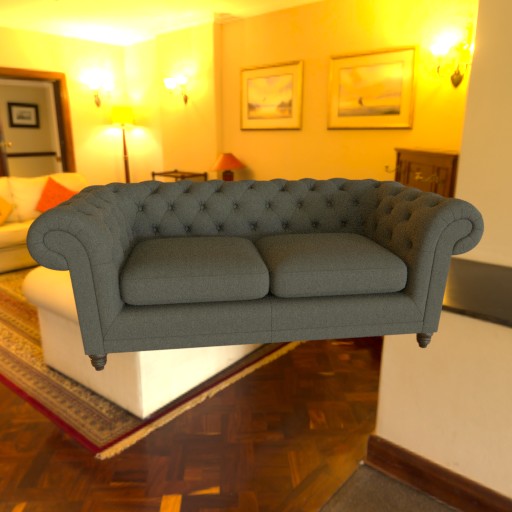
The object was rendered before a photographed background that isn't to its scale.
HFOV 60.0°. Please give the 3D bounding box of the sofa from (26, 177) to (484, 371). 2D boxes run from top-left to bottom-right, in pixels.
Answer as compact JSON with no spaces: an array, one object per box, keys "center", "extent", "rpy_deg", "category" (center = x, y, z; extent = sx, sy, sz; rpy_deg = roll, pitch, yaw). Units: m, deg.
[{"center":[0.000,0.000,2.410],"extent":[1.998,0.764,0.986],"rpy_deg":[-2,15,-8],"category":"sofa"}]
